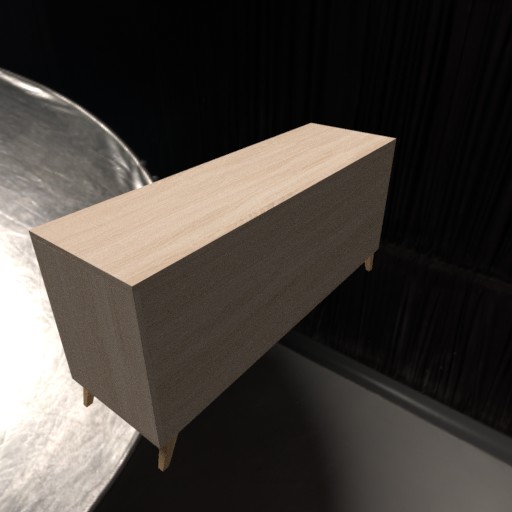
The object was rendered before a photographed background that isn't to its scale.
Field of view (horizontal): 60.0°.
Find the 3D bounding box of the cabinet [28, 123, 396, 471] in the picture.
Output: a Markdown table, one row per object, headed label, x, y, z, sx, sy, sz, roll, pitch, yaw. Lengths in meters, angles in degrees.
| label | x | y | z | sx | sy | sz | roll | pitch | yaw |
| --- | --- | --- | --- | --- | --- | --- | --- | --- | --- |
| cabinet | 0.000 | 0.000 | 1.996 | 0.500 | 0.780 | 1.649 | 22 | 37 | 32 |
